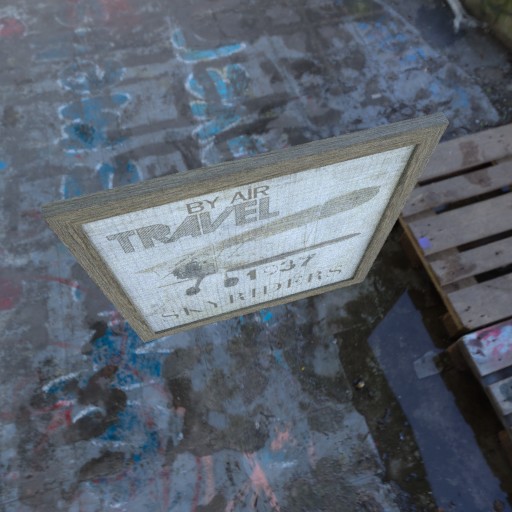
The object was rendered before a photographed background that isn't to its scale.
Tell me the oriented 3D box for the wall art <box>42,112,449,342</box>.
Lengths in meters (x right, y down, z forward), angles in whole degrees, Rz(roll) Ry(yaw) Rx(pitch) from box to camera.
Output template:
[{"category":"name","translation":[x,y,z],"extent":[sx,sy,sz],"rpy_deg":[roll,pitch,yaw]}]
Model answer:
[{"category":"wall art","translation":[0.000,0.000,0.764],"extent":[0.508,0.508,0.019],"rpy_deg":[-15,64,-7]}]
